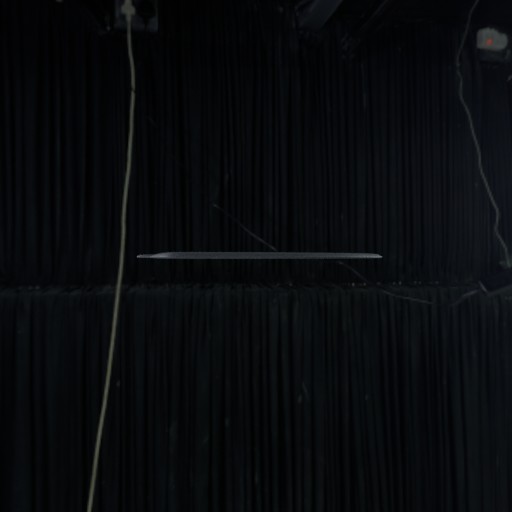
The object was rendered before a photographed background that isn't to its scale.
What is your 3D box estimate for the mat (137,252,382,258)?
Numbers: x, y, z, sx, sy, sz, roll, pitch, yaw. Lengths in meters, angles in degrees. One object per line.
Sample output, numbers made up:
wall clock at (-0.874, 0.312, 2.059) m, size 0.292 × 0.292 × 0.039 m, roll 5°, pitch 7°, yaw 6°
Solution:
mat at (0.000, 0.000, 1.860) m, size 0.917 × 0.016 × 1.525 m, roll 0°, pitch 0°, yaw -17°
